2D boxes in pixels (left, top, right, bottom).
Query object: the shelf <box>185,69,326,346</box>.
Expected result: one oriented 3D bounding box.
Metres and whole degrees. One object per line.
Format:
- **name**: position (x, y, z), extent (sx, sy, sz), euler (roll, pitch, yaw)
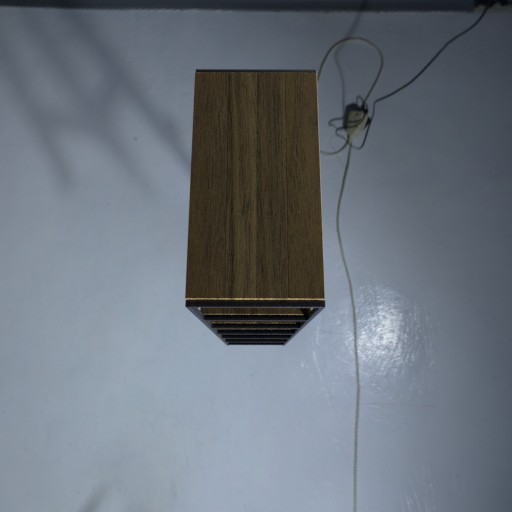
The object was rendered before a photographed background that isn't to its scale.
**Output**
- **shelf**: position (0.000, 0.000, 2.426), extent (0.431, 2.015, 0.847), euler (0, 75, 0)
